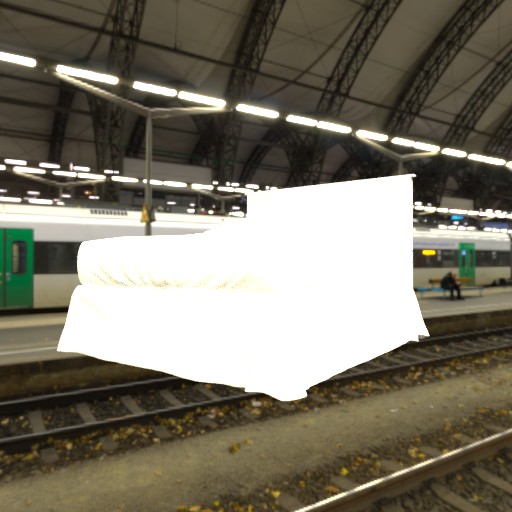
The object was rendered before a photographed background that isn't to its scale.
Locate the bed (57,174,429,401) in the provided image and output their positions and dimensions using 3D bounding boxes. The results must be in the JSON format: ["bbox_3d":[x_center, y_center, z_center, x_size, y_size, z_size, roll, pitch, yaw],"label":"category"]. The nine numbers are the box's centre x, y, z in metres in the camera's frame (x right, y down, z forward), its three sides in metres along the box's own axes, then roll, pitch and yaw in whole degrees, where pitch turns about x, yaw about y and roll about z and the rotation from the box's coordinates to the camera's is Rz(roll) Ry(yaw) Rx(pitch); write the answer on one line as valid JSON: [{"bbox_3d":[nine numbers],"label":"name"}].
[{"bbox_3d":[0.000,0.000,3.151,1.876,1.269,2.047,0,-1,37],"label":"bed"}]
